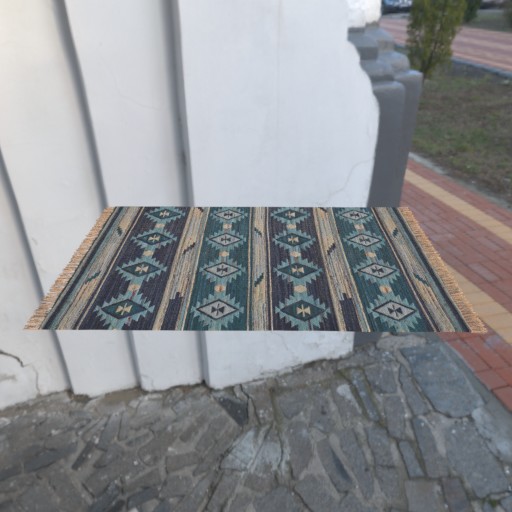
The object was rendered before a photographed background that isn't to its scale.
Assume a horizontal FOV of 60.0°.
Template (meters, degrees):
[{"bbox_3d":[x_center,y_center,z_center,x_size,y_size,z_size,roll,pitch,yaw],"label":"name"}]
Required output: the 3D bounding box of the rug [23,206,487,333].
[{"bbox_3d":[0.000,0.000,2.325,1.936,0.028,1.181,0,32,0],"label":"rug"}]
